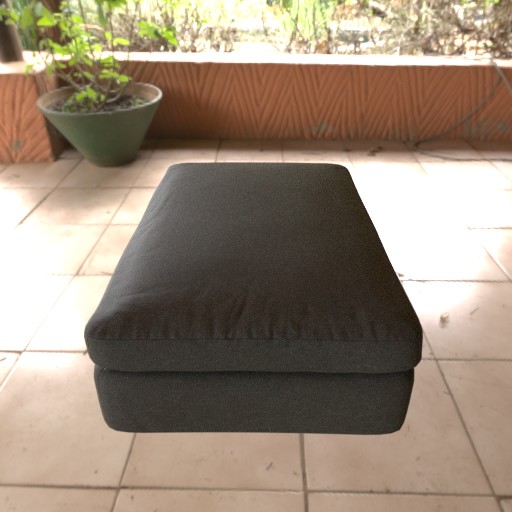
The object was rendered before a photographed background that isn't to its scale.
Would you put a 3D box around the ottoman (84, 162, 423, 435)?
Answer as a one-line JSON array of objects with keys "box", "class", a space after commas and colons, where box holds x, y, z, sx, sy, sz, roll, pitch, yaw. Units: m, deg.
[{"box": [0.000, 0.000, 1.594, 0.840, 0.429, 1.199, 0, 32, 1], "class": "ottoman"}]
